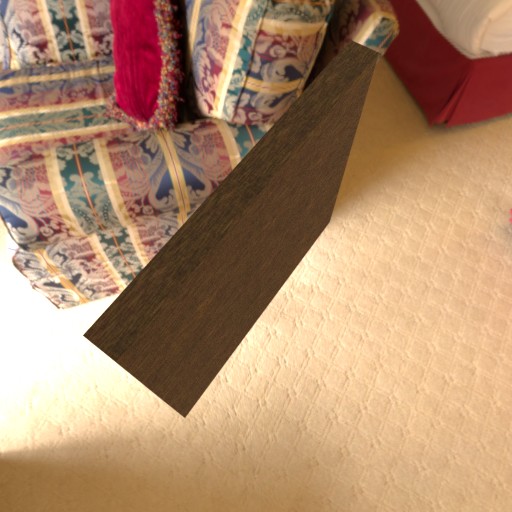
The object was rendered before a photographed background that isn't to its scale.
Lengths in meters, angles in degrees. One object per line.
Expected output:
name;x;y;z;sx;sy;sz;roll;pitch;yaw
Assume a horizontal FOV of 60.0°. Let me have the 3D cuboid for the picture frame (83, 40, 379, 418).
picture frame;0.000;0.000;0.526;0.033;0.330;0.378;32;68;15
